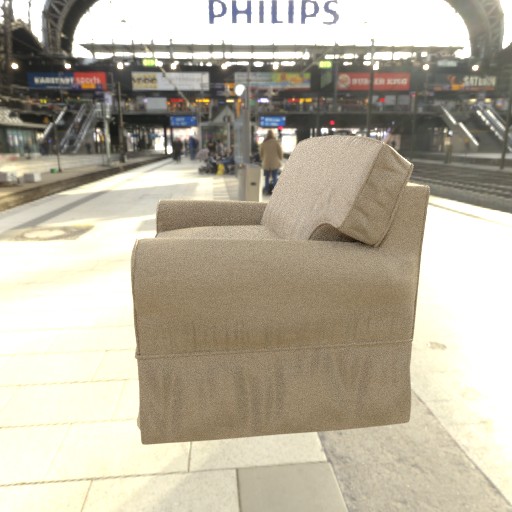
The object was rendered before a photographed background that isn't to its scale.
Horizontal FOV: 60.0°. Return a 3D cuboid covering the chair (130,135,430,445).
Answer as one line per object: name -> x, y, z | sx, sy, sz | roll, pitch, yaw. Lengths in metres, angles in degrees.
chair -> 0.000, 0.000, 1.782 | 0.903, 0.937, 1.096 | -2, 15, -8
